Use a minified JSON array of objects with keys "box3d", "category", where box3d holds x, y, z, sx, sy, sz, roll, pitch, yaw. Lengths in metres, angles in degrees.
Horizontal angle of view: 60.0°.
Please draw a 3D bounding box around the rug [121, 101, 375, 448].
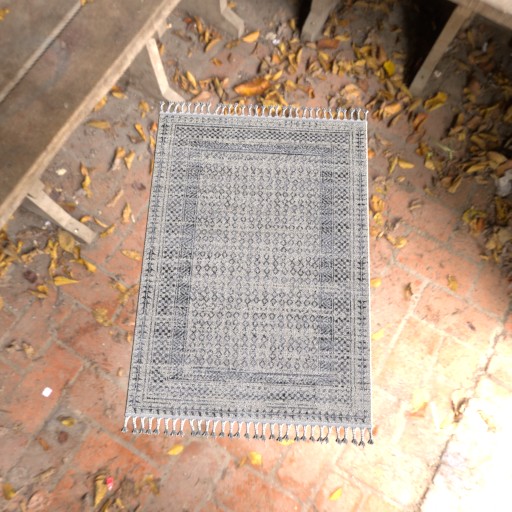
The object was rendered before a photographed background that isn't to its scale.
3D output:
[{"box3d":[0.000,0.000,2.387,1.243,0.013,1.872,3,75,1],"category":"rug"}]
